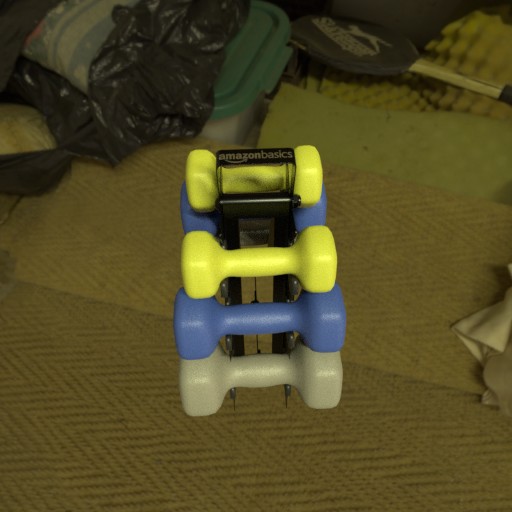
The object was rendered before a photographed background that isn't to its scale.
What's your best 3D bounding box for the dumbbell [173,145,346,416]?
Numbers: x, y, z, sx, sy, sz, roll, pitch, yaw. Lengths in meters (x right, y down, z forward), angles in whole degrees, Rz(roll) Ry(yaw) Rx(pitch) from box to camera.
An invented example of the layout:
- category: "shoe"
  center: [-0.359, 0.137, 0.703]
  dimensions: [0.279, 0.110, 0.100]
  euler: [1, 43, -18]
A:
- category: "dumbbell"
  center: [0.000, 0.000, 0.694]
  dimensions: [0.261, 0.426, 0.416]
  euler: [-2, 58, -1]
